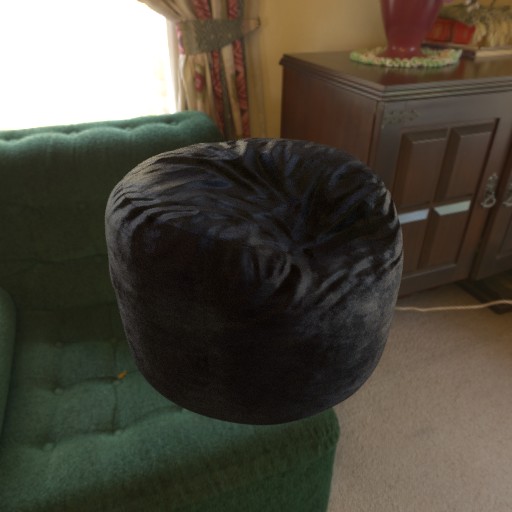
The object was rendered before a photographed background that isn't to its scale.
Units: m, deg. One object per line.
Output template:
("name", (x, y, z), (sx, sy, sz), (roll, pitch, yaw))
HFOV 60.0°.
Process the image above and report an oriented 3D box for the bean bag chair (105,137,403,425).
("bean bag chair", (0.000, 0.000, 1.456), (0.918, 0.616, 0.918), (0, 31, 0))
